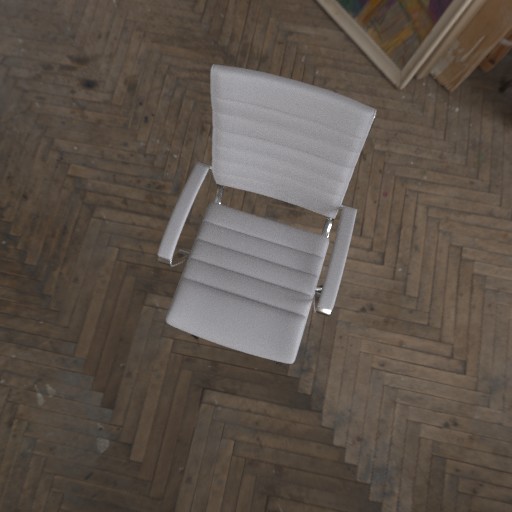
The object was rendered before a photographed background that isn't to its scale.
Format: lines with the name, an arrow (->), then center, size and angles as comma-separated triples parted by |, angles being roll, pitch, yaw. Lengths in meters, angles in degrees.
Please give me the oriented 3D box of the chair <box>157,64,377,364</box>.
chair -> 0.000, 0.000, 1.593 | 0.679, 1.149, 0.667 | 17, 76, 4
